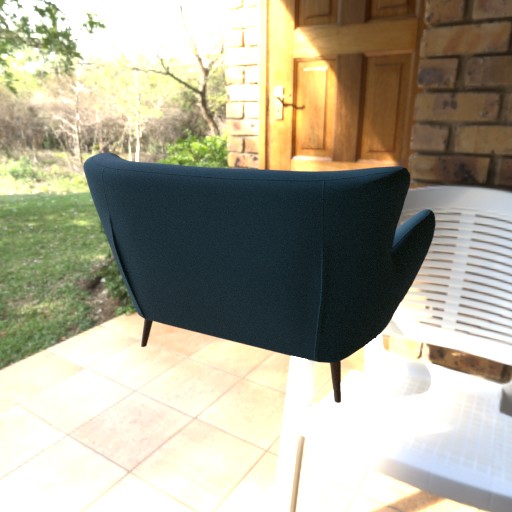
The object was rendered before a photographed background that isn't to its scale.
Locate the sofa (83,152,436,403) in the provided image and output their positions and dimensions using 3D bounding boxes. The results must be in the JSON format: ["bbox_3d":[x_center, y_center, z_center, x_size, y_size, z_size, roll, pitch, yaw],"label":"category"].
[{"bbox_3d":[0.000,0.000,1.971,1.397,0.889,0.889,9,20,25],"label":"sofa"}]
